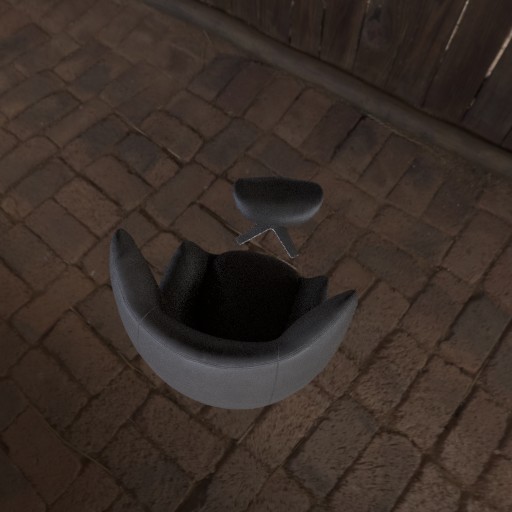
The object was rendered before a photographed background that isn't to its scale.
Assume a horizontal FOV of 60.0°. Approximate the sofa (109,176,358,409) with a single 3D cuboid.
[{"bbox_3d":[0.000,0.000,2.130,0.894,1.135,1.444,14,65,7],"label":"sofa"}]
